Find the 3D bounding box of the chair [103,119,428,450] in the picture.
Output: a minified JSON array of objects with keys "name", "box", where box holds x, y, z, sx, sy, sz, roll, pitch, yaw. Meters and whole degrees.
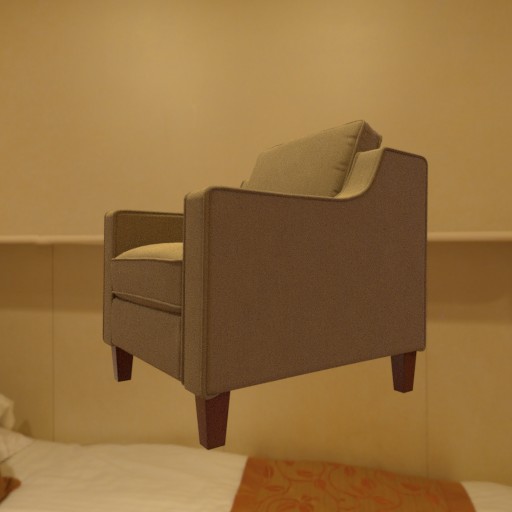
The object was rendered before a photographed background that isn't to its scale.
[{"name":"chair","box":[0.000,0.000,1.641,0.909,0.960,0.831,0,1,-35]}]
